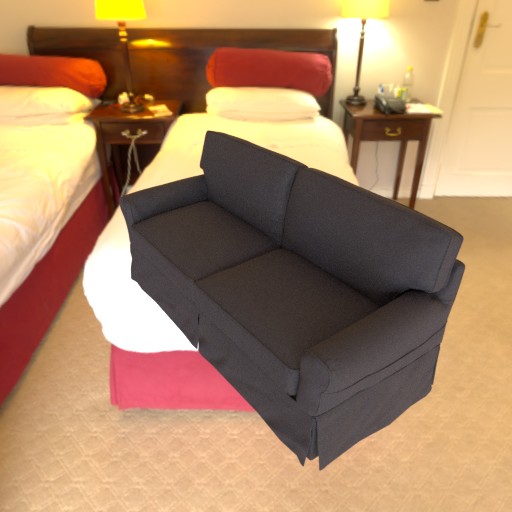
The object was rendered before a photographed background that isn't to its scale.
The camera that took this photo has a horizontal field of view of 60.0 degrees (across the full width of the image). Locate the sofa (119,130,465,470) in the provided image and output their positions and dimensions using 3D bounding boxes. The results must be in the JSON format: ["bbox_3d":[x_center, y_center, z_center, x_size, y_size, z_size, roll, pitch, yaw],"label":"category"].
[{"bbox_3d":[0.000,0.000,2.853,0.983,1.094,2.256,-22,38,-31],"label":"sofa"}]
